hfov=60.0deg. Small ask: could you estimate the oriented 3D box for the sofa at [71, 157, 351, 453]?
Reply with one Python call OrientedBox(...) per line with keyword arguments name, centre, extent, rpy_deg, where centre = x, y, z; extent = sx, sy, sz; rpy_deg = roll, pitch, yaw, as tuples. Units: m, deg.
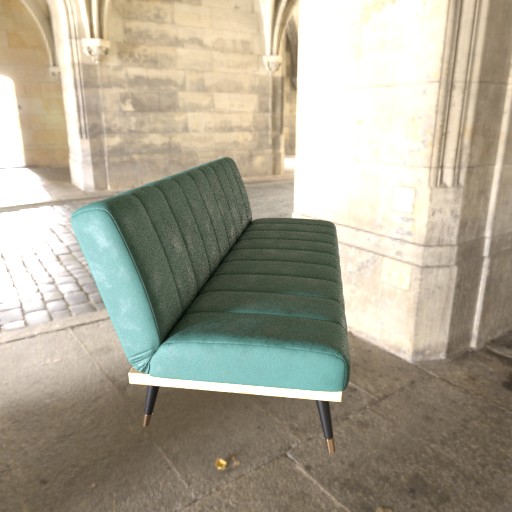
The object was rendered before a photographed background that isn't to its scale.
OrientedBox(name="sofa", centre=(0.000, 0.000, 2.175), extent=(0.830, 0.820, 1.810), rpy_deg=(2, 17, 8))
